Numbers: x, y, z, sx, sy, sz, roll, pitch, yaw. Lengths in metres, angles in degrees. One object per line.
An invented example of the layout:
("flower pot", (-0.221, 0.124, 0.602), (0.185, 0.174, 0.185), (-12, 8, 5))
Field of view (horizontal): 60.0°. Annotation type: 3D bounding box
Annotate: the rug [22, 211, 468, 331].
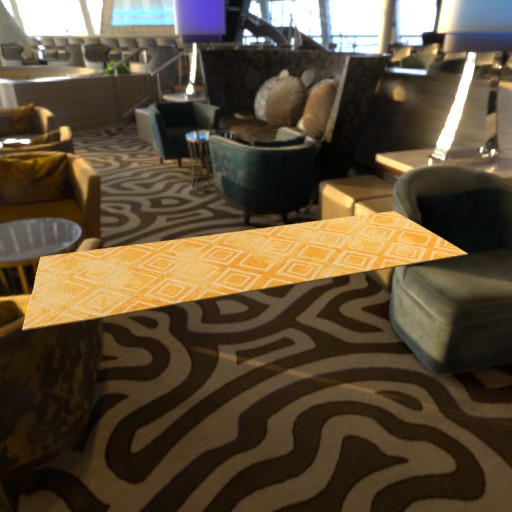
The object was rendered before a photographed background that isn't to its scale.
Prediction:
("rug", (0.000, 0.000, 2.635), (2.438, 0.010, 0.775), (-8, 28, -16))
